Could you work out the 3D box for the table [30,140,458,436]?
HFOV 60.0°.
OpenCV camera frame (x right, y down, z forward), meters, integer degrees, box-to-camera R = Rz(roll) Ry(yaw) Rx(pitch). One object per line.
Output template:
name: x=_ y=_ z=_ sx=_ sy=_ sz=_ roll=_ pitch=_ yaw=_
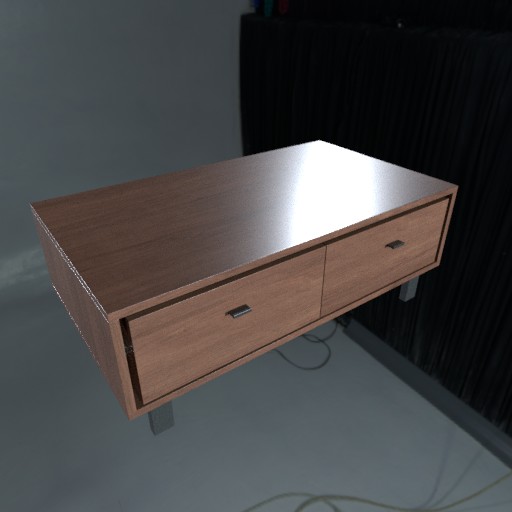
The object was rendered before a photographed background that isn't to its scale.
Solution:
table: x=0.000 y=0.000 z=1.296 sx=1.020 sy=0.380 sz=0.600 roll=-20 pitch=36 yaw=-30
